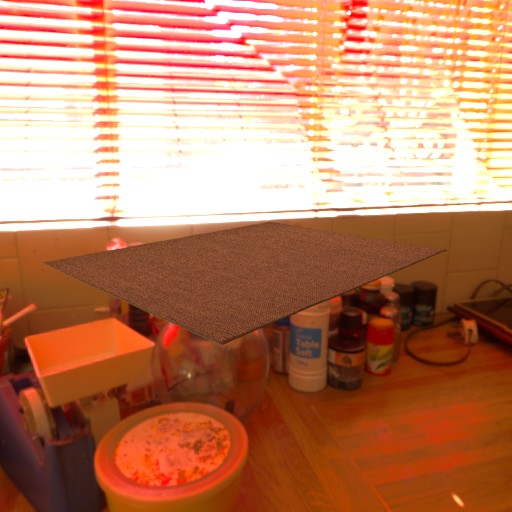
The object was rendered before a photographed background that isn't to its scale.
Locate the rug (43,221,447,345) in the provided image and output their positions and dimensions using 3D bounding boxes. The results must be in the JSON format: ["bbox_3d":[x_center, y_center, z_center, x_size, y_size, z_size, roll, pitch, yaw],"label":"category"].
[{"bbox_3d":[0.000,0.000,4.268,2.456,0.021,3.068,13,19,42],"label":"rug"}]
